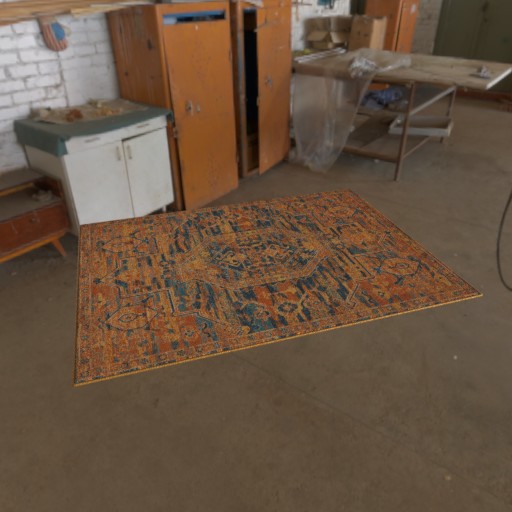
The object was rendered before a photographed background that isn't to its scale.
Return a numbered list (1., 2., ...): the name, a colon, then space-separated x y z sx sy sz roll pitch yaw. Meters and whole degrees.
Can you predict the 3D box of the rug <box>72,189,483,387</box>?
1. rug: 0.000 0.000 2.876 2.204 0.024 1.588 -9 33 -15
